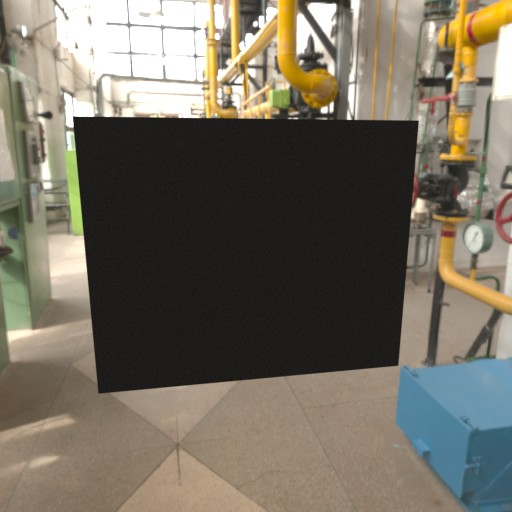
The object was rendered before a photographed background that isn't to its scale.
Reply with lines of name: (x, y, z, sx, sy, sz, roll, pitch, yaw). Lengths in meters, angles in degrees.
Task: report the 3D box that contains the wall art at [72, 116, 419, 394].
wall art: (0.000, 0.000, 0.773, 0.558, 0.457, 0.031, -2, 14, -10)
